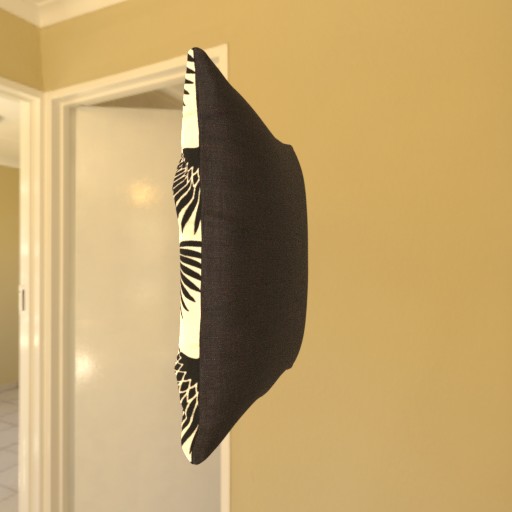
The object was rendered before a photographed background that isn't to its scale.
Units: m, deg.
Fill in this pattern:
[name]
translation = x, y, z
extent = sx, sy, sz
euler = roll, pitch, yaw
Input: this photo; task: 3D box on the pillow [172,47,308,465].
[pillow]
translation = 0.000, 0.000, 0.661
extent = 0.139, 0.432, 0.432
euler = 0, 0, 17
